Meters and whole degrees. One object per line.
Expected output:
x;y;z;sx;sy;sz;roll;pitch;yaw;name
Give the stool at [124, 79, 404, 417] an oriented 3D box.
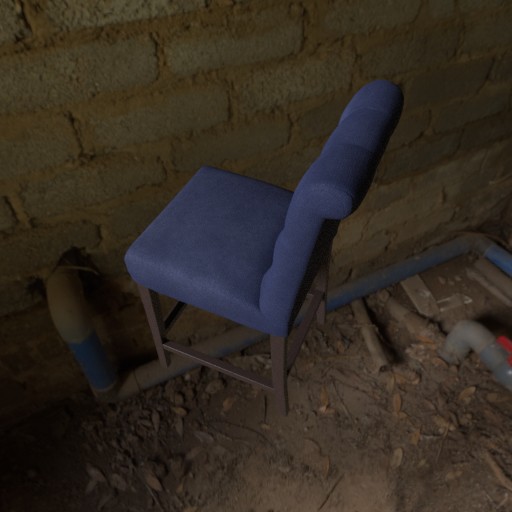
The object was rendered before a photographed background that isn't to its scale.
0.000;0.000;1.350;0.601;1.010;0.493;18;49;16;stool
